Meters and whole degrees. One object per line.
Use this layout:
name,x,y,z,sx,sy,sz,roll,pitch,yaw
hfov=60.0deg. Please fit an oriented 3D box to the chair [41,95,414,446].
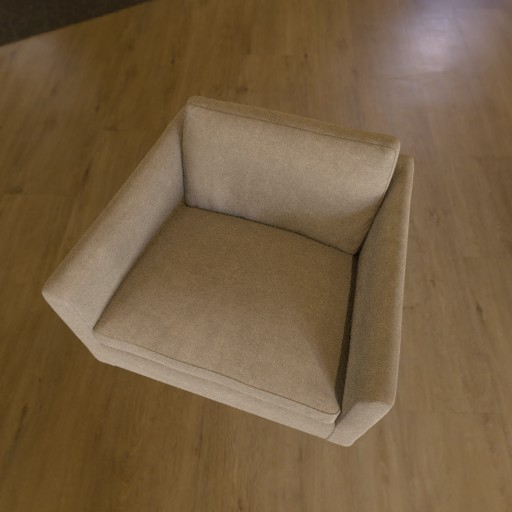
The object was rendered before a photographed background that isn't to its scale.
chair,0.000,0.000,1.850,1.190,0.845,1.091,16,58,10
